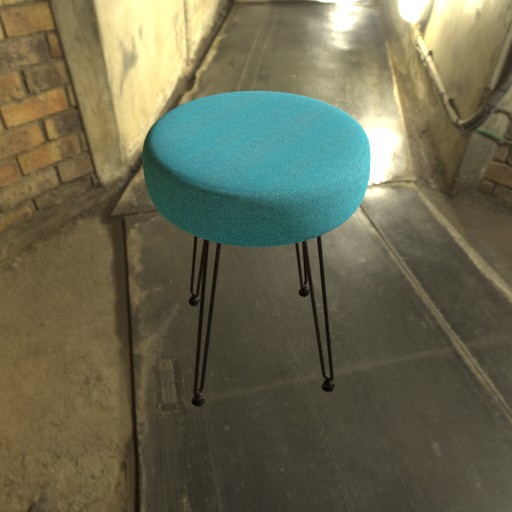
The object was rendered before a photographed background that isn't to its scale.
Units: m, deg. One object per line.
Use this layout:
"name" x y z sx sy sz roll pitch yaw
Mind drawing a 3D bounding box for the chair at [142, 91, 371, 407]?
"chair" 0.000 0.000 0.712 0.350 0.440 0.350 28 49 27
